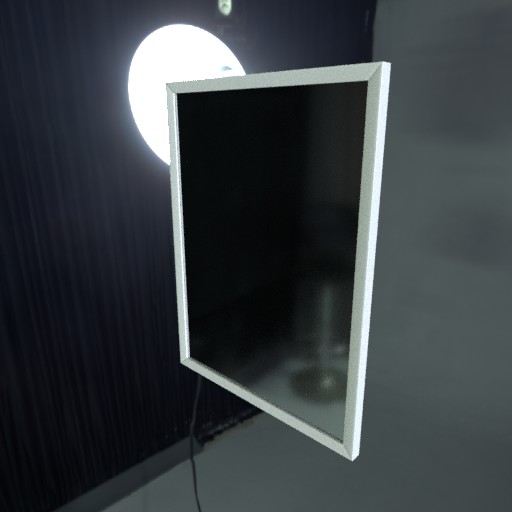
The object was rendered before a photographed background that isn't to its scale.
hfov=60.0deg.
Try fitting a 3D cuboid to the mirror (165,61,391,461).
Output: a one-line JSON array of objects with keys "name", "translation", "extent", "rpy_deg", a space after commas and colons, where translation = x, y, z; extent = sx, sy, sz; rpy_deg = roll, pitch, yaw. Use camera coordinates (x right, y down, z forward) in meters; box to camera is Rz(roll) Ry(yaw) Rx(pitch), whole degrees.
[{"name": "mirror", "translation": [0.000, 0.000, 1.335], "extent": [0.762, 1.016, 0.040], "rpy_deg": [15, 23, 41]}]
